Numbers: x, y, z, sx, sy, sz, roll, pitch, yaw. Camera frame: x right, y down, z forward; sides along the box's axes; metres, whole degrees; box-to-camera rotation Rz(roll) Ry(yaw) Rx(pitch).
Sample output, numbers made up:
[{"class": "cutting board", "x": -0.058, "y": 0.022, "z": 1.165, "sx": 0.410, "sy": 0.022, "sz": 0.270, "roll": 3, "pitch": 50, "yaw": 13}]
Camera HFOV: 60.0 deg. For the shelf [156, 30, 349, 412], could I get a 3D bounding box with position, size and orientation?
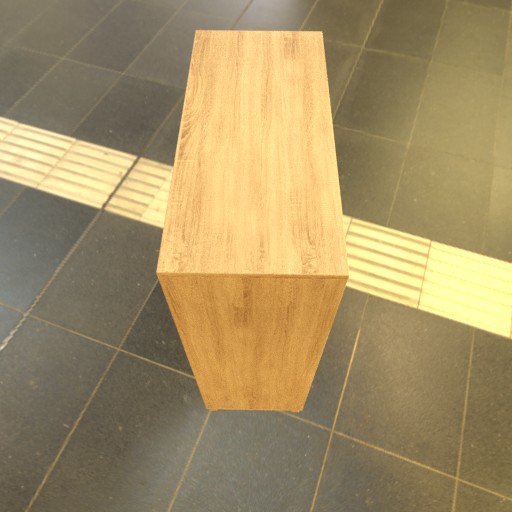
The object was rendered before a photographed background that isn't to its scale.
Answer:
[{"class": "shelf", "x": 0.000, "y": 0.000, "z": 1.880, "sx": 0.450, "sy": 1.390, "sz": 1.000, "roll": 1, "pitch": 57, "yaw": 1}]
